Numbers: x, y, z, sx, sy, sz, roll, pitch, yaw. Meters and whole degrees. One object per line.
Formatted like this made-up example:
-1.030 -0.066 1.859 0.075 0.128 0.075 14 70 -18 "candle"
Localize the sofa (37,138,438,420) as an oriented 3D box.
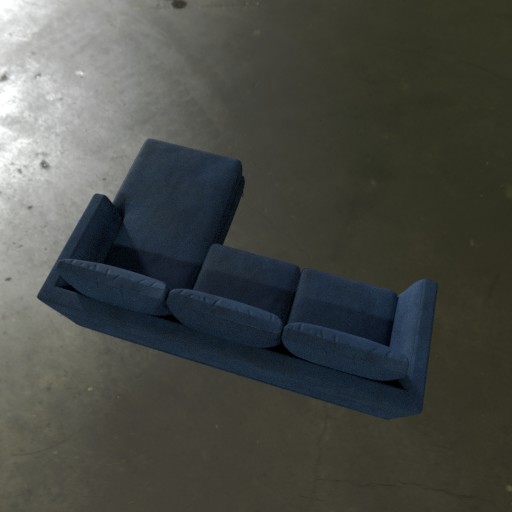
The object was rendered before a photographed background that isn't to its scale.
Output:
0.000 0.000 3.219 2.438 0.987 1.622 15 64 8 "sofa"
